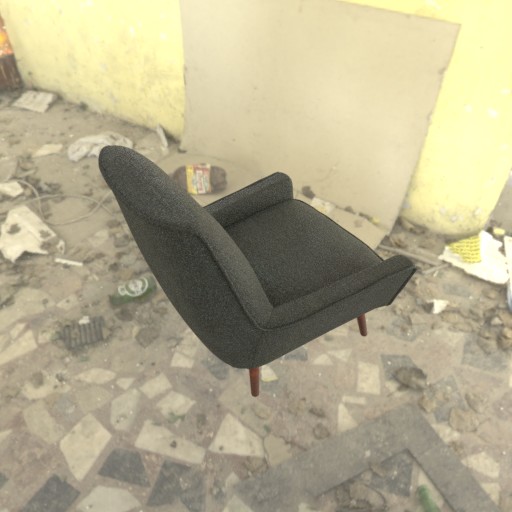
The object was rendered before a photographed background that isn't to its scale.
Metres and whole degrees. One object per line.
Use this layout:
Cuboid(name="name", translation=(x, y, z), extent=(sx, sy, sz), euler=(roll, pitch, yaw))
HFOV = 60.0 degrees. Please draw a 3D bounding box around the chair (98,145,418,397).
Cuboid(name="chair", translation=(0.000, 0.000, 1.570), extent=(0.859, 0.883, 0.763), euler=(-25, 47, -26))
